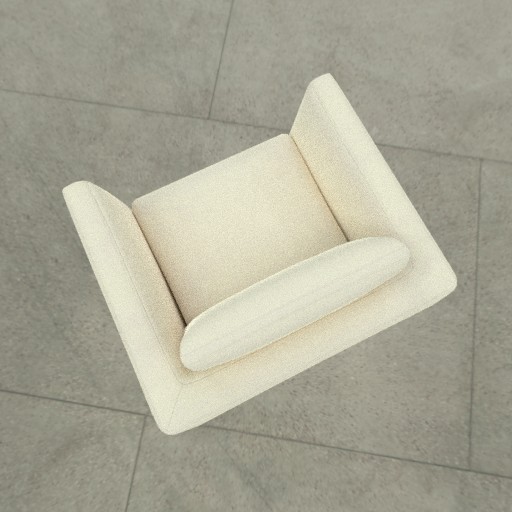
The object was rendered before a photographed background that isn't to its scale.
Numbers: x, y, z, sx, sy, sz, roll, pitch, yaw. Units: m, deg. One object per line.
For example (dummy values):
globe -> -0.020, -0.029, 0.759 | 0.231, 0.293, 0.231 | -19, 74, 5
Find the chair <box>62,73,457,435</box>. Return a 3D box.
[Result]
chair -> 0.000, 0.000, 1.683 | 1.041, 0.865, 0.889 | -26, 77, -6
